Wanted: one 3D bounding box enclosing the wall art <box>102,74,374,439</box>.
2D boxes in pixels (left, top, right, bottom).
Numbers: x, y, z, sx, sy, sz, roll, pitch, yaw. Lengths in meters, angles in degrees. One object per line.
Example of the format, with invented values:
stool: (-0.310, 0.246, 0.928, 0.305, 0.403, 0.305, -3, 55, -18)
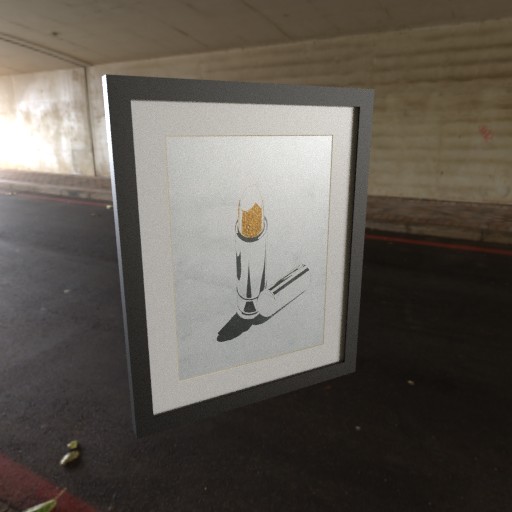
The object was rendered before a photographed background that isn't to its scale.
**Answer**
wall art: (0.000, 0.000, 0.768, 0.457, 0.559, 0.029, -8, 18, -27)
